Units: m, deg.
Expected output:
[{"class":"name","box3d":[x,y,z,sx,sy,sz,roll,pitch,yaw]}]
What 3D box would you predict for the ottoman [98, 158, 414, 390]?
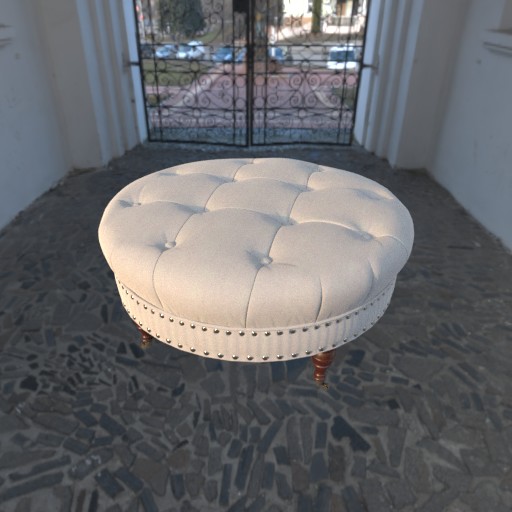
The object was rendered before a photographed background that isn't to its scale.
[{"class":"ottoman","box3d":[0.000,0.000,1.395,0.901,0.439,0.901,0,30,0]}]
